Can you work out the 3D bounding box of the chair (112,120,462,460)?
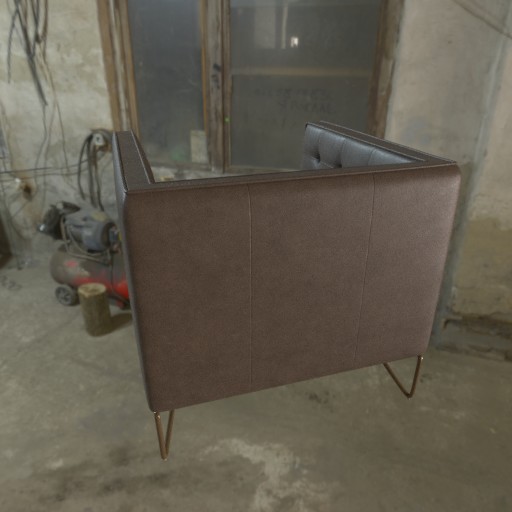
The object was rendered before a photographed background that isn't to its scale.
[{"bbox_3d":[0.000,0.000,1.557,0.880,0.790,0.894,-8,26,-16],"label":"chair"}]
